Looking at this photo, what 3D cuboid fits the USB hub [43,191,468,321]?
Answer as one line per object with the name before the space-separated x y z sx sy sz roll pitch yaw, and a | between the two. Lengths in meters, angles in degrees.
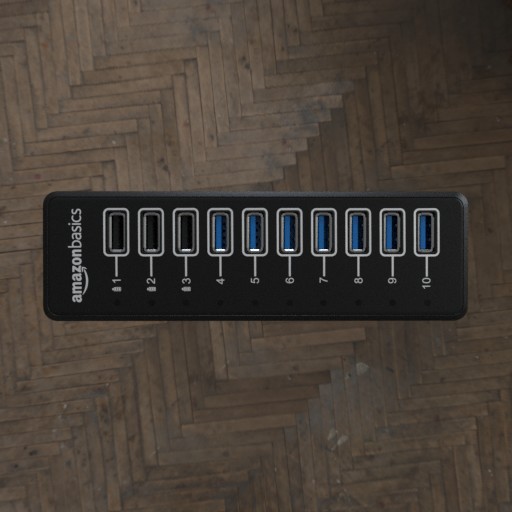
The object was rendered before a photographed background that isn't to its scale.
USB hub | 0.000 0.000 0.161 0.145 0.023 0.044 0 90 0
